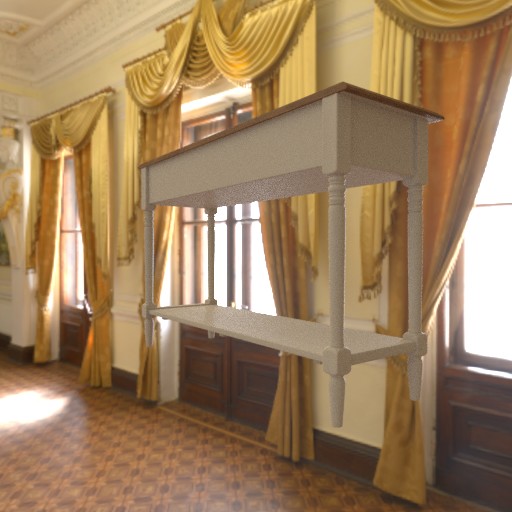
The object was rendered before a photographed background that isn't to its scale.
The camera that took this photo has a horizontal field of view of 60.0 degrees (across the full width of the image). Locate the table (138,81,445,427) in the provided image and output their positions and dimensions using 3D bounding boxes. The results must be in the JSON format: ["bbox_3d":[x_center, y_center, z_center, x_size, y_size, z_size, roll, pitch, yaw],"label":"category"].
[{"bbox_3d":[0.000,0.000,1.604,0.399,0.800,1.219,0,1,-37],"label":"table"}]
